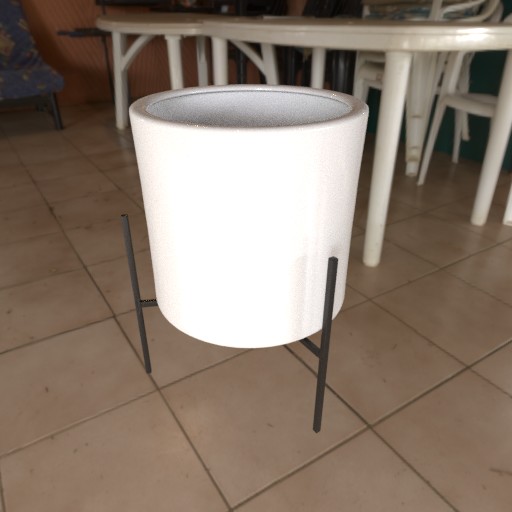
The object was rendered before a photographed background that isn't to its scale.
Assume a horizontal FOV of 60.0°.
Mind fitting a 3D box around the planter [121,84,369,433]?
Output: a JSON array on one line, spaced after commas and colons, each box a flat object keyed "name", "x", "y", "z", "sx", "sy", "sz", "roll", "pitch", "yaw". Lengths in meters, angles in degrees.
[{"name": "planter", "x": 0.000, "y": 0.000, "z": 0.724, "sx": 0.360, "sy": 0.480, "sz": 0.361, "roll": -18, "pitch": 34, "yaw": -29}]
